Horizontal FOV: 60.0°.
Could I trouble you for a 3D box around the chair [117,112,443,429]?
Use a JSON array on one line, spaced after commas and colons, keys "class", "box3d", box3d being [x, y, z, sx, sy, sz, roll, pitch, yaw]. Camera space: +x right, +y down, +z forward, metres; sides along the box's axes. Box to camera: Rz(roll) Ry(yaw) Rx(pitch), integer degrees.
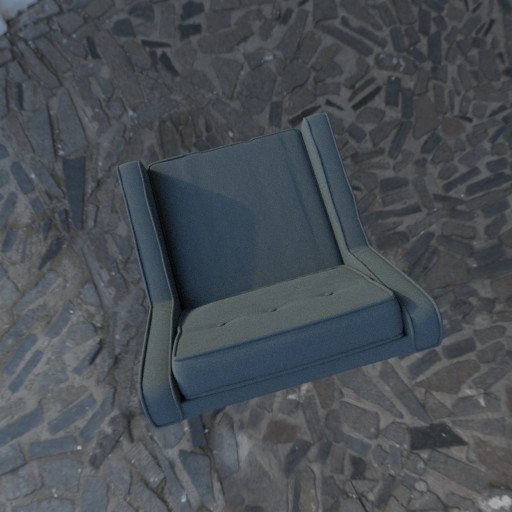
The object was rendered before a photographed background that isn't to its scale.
[{"class": "chair", "box3d": [0.000, 0.000, 1.329, 0.663, 0.780, 0.733, -15, 78, -3]}]
